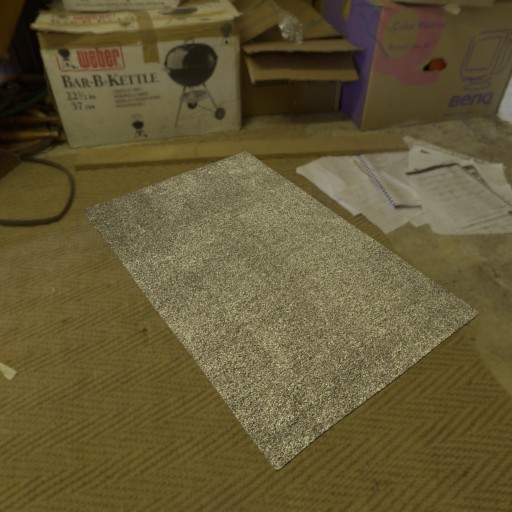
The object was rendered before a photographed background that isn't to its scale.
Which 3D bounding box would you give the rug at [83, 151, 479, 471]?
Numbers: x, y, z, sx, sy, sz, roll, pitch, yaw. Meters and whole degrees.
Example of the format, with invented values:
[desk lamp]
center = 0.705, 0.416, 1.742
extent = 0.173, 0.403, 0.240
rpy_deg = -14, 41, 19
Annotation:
[rug]
center = 0.000, 0.000, 2.943
extent = 1.501, 0.025, 2.352
rpy_deg = -26, 48, -26
